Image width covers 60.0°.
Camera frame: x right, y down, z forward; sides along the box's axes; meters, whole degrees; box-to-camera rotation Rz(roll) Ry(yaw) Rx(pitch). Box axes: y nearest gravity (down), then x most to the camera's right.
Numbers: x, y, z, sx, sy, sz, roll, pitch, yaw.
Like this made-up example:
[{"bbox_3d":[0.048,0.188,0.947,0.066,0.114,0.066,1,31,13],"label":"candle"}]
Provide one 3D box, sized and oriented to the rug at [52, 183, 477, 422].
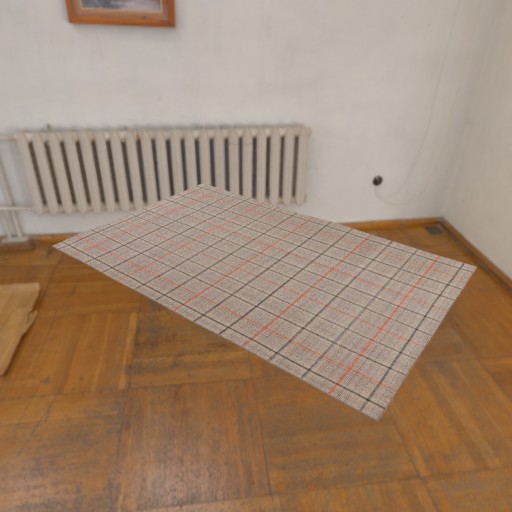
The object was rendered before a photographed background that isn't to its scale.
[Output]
[{"bbox_3d":[0.000,0.000,2.988,2.439,0.015,1.524,21,36,32],"label":"rug"}]
